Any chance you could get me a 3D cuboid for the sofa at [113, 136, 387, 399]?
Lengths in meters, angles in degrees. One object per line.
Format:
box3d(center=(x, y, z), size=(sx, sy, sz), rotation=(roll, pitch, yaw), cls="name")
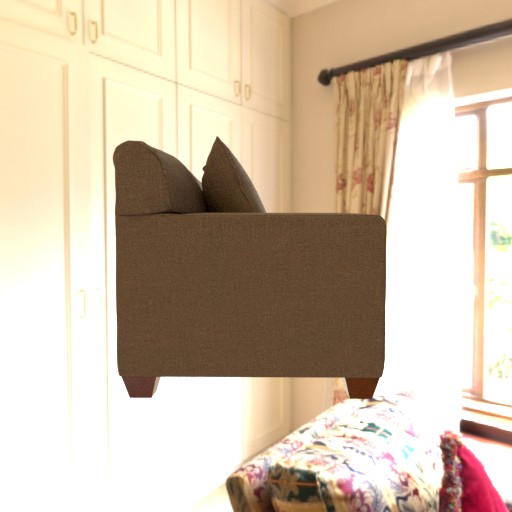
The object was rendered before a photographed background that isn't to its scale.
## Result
box3d(center=(0.000, 0.000, 2.454), size=(1.000, 0.958, 1.846), rotation=(0, 2, 1), cls="sofa")
